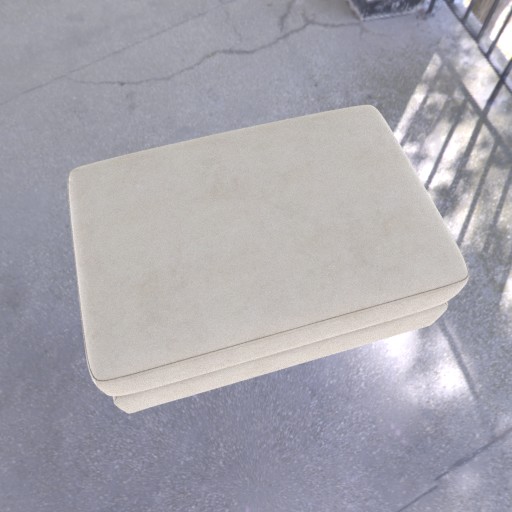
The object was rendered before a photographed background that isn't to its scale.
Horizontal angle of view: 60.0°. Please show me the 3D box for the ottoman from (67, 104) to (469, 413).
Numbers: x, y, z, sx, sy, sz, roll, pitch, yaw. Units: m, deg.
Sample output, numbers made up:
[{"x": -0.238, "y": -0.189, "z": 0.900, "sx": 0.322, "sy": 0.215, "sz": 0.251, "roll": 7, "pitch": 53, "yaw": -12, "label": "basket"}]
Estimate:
[{"x": 0.000, "y": 0.000, "z": 1.201, "sx": 0.864, "sy": 0.483, "sz": 0.584, "roll": -14, "pitch": 63, "yaw": -7, "label": "ottoman"}]
